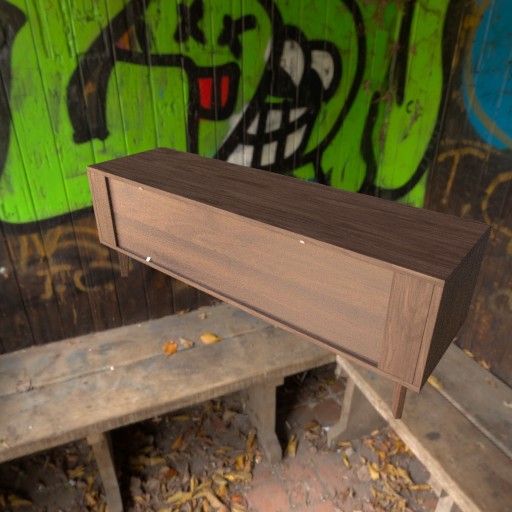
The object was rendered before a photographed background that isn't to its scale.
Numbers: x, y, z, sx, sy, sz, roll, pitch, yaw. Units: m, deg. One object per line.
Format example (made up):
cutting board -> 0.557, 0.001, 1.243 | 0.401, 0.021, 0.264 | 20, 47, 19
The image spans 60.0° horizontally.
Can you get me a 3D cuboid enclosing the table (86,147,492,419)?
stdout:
table -> 0.000, 0.000, 1.624 | 1.397, 0.508, 0.405 | 21, 34, 33
